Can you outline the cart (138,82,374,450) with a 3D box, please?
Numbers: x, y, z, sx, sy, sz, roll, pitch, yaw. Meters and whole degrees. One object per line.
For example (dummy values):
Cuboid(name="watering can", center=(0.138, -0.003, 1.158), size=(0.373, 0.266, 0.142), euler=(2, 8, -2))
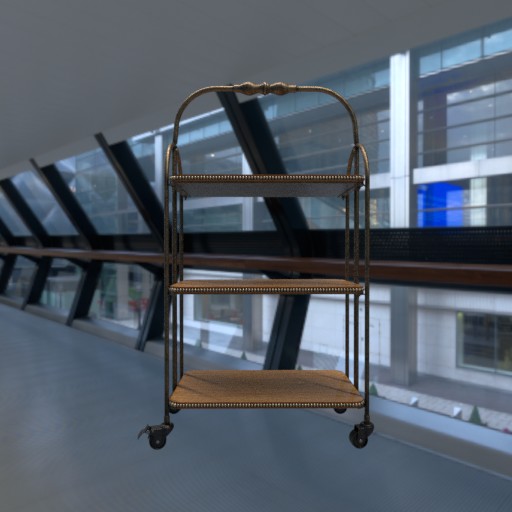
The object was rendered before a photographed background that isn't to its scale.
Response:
Cuboid(name="cart", center=(0.000, 0.000, 1.348), size=(0.650, 1.052, 0.330), euler=(0, 0, 0))
